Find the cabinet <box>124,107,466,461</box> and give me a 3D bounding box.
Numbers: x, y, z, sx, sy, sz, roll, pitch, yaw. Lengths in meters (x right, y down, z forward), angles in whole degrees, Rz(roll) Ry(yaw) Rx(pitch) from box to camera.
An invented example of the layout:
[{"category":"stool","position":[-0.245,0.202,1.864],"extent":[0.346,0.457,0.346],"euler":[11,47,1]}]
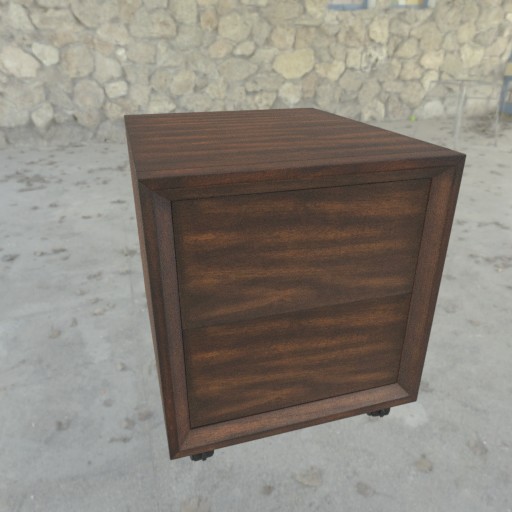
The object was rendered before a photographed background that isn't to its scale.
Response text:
[{"category":"cabinet","position":[0.000,0.000,0.817],"extent":[0.402,0.455,0.500],"euler":[-7,26,-15]}]
